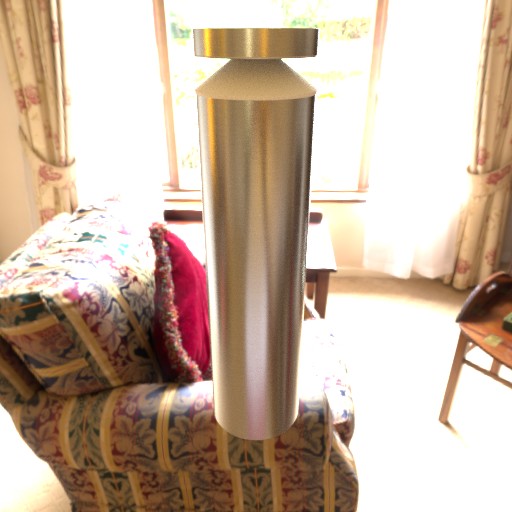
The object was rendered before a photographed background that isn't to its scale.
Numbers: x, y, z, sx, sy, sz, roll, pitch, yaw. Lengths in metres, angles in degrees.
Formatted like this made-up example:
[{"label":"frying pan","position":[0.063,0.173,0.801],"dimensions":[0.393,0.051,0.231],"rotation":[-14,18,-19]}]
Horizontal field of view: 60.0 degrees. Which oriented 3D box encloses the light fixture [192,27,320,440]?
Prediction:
[{"label":"light fixture","position":[0.000,0.000,0.438],"dimensions":[0.102,0.400,0.102],"rotation":[-19,32,-32]}]
